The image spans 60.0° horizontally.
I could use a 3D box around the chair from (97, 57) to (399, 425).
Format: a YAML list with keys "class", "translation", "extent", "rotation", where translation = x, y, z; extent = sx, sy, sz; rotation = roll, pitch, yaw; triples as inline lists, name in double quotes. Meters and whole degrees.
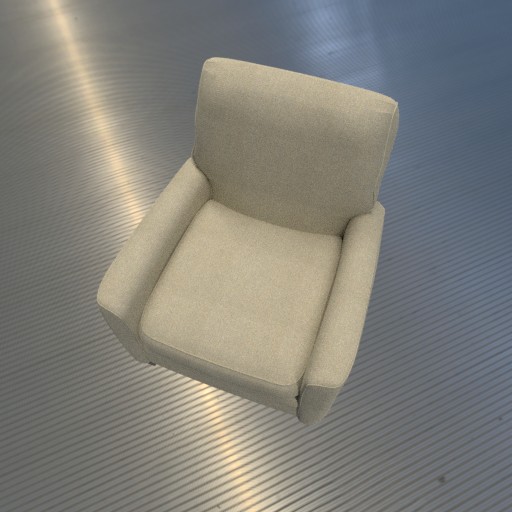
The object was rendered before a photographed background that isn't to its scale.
- class: "chair"
  translation: [0.000, 0.000, 1.600]
  extent: [0.850, 1.006, 0.853]
  rotation: [17, 60, 10]
